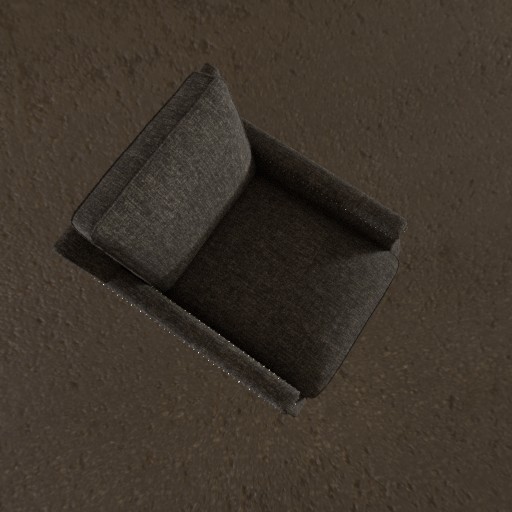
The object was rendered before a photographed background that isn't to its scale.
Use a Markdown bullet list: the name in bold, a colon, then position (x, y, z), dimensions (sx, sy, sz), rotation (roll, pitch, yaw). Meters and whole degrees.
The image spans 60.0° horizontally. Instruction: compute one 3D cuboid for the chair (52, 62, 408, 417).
- **chair**: position (0.000, 0.000, 1.736), dimensions (1.014, 0.943, 0.853), rotation (34, 78, 8)
